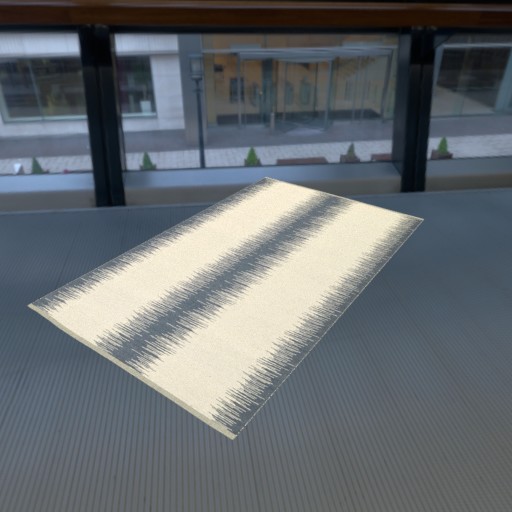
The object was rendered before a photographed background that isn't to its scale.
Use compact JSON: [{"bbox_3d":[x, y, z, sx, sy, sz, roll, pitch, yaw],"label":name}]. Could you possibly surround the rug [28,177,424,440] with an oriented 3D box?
[{"bbox_3d":[0.000,0.000,3.038,1.519,0.003,2.453,21,37,30],"label":"rug"}]
